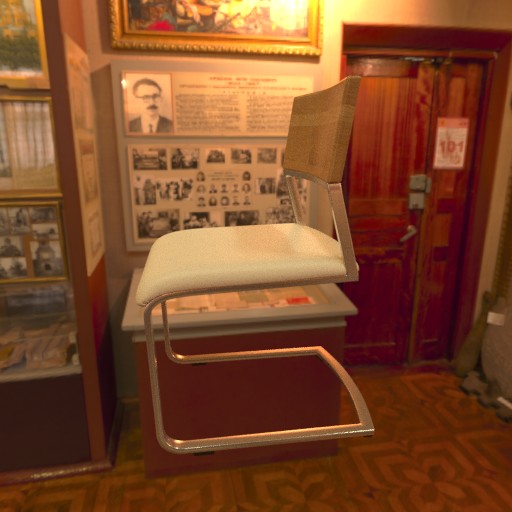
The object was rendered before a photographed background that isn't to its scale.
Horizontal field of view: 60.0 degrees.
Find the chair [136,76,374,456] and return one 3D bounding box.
[{"bbox_3d":[0.000,0.000,1.178,0.585,0.844,0.467,-2,15,-8],"label":"chair"}]
